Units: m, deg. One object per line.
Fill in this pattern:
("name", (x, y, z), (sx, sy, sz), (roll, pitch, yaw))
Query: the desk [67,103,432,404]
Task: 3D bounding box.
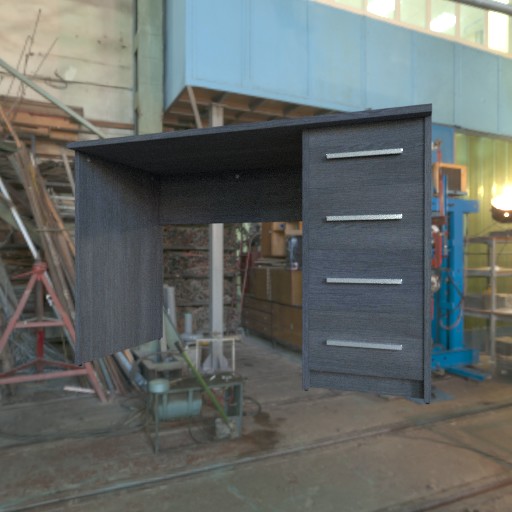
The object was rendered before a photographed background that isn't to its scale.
("desk", (0.000, 0.000, 1.503), (1.096, 0.730, 0.560), (0, 0, 20))
